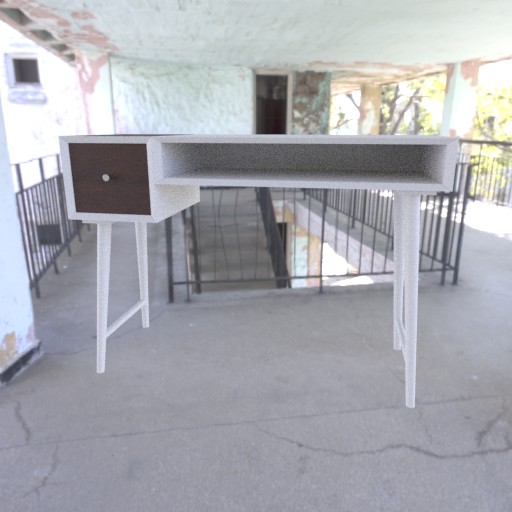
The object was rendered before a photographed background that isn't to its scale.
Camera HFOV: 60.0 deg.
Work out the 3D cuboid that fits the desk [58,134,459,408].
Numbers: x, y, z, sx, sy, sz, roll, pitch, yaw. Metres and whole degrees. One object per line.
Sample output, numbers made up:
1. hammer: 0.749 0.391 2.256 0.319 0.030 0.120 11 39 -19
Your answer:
1. desk: 0.000 0.000 1.450 1.069 0.761 0.409 3 16 11
